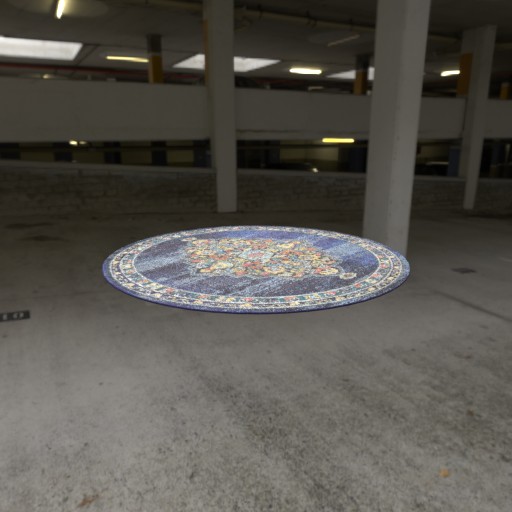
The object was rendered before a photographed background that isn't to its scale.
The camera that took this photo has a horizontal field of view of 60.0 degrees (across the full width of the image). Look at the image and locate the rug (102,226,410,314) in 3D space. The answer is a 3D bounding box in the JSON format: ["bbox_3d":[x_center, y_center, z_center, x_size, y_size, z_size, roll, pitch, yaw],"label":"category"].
[{"bbox_3d":[0.000,0.000,2.409,1.591,0.010,1.591,0,16,0],"label":"rug"}]
